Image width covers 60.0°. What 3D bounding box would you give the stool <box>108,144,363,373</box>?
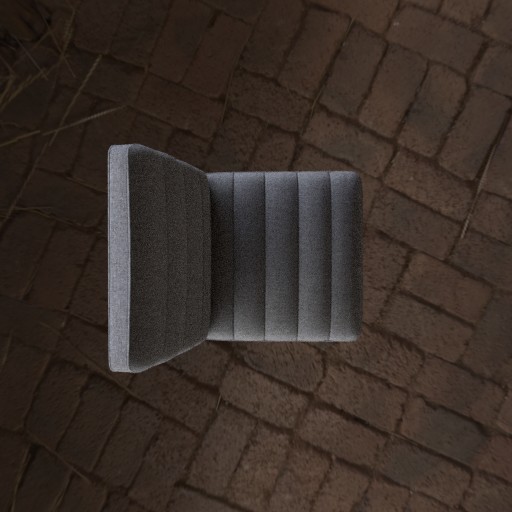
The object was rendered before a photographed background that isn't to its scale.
[{"bbox_3d":[0.000,0.000,1.358,0.571,1.034,0.459,0,91,0],"label":"stool"}]
